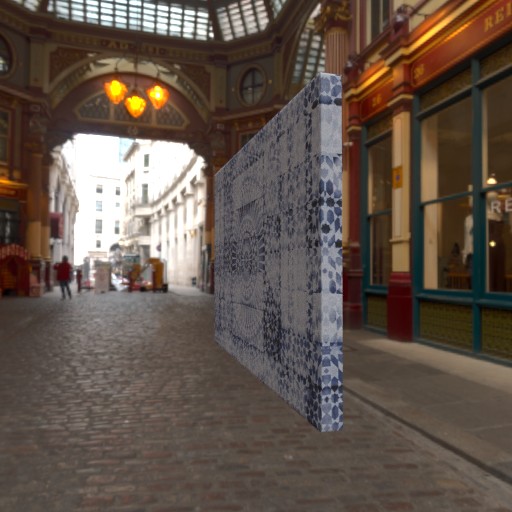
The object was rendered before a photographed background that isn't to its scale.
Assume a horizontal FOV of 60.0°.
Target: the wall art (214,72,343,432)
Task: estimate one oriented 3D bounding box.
[{"bbox_3d":[0.000,0.000,0.792,0.030,0.406,0.608,0,-1,-17],"label":"wall art"}]
